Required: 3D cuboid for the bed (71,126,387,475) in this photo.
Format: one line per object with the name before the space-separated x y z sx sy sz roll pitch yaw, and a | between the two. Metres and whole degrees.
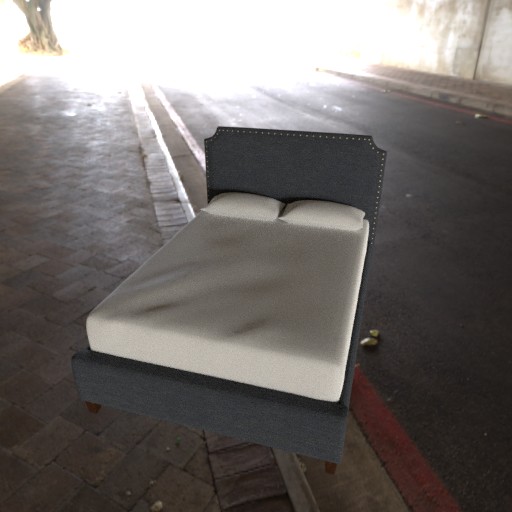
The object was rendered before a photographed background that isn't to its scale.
bed | 0.000 0.000 3.391 1.713 1.443 2.372 8 28 15
